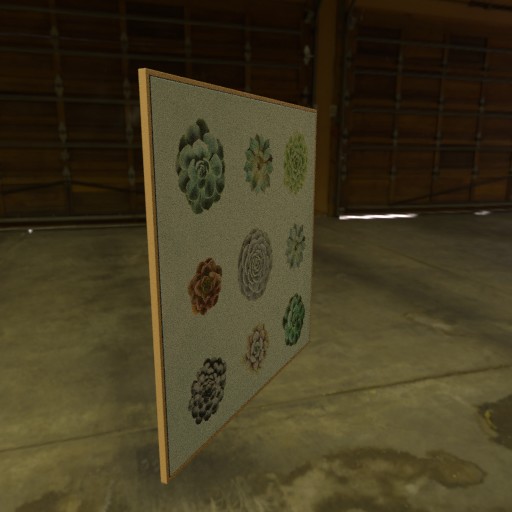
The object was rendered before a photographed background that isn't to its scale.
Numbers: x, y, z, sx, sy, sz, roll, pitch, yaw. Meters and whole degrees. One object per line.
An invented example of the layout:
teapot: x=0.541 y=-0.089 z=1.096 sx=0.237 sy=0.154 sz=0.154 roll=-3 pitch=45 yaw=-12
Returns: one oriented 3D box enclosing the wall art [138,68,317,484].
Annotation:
wall art: x=0.000 y=0.000 z=0.959 sx=0.014 sy=0.655 sz=0.657 roll=7 pitch=15 yaw=27
